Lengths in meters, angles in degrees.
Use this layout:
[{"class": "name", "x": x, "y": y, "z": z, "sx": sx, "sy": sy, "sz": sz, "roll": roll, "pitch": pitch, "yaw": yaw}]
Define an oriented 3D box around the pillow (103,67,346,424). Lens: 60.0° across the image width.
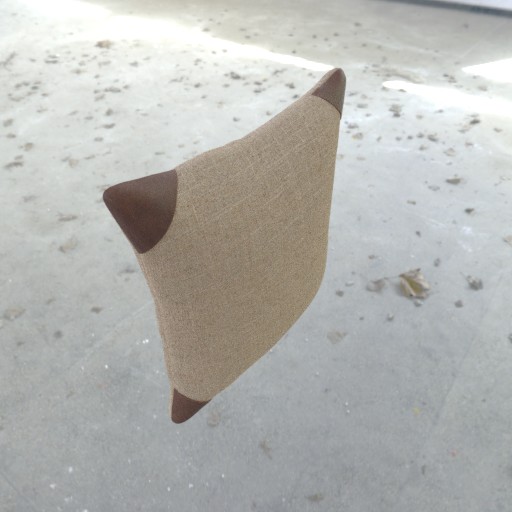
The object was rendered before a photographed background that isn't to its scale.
[{"class": "pillow", "x": 0.000, "y": 0.000, "z": 0.675, "sx": 0.147, "sy": 0.448, "sz": 0.437, "roll": 26, "pitch": 47, "yaw": 27}]
